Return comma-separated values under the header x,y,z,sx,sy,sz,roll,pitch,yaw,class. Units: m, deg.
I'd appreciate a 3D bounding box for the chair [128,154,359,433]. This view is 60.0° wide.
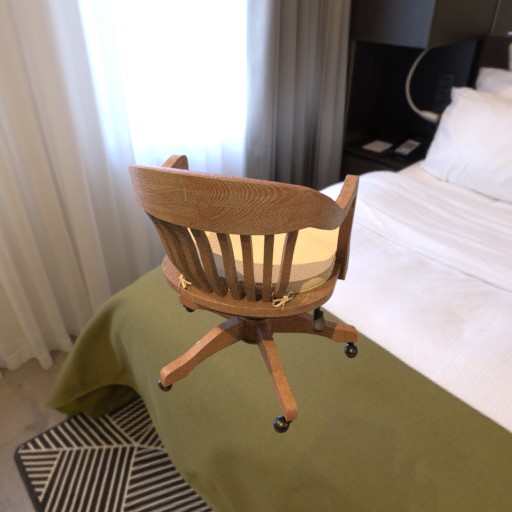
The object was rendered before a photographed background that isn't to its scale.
x,y,z,sx,sy,sz,roll,pitch,yaw,class
0.000,0.000,1.479,0.750,0.878,0.788,10,34,16,chair
